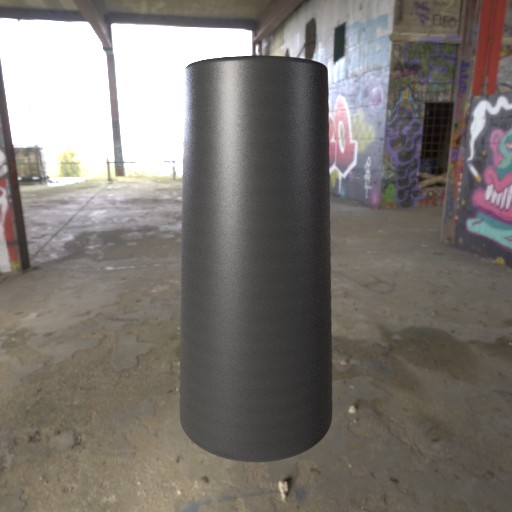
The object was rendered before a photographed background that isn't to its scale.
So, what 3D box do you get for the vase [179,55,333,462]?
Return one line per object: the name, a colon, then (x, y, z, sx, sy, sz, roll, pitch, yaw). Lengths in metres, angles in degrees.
vase: (0.000, 0.000, 0.365, 0.136, 0.289, 0.136, 2, 15, 8)
